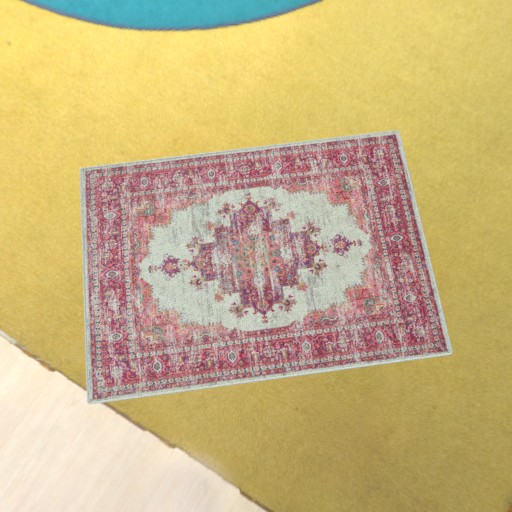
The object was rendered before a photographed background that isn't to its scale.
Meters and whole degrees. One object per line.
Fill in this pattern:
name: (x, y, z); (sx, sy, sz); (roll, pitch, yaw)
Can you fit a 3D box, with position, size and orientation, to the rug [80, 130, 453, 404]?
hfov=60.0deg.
rug: (0.000, 0.000, 2.875); (2.232, 0.011, 1.555); (-7, 75, -2)
